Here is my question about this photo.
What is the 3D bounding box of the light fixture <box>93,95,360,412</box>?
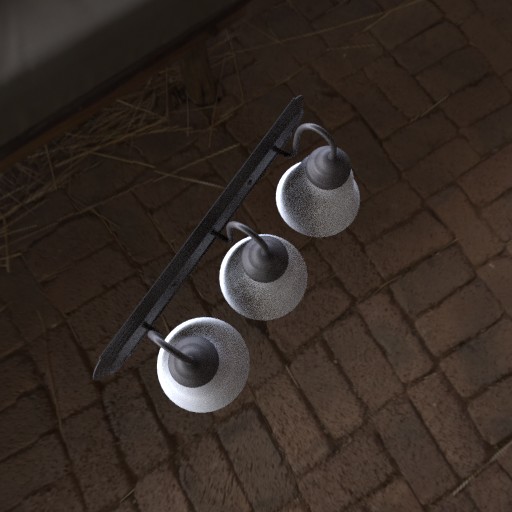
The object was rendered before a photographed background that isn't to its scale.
[{"bbox_3d":[0.000,0.000,0.726,0.199,0.222,0.610,33,77,8],"label":"light fixture"}]
